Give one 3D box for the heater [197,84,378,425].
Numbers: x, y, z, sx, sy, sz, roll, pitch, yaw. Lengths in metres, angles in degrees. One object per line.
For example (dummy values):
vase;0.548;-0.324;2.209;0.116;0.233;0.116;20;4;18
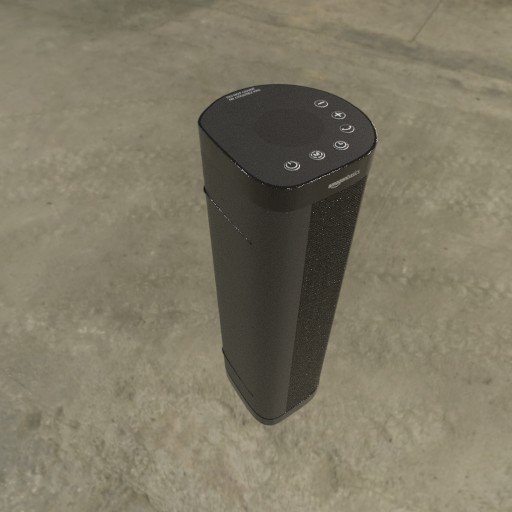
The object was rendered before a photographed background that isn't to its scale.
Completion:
heater;0.000;0.000;0.696;0.174;0.552;0.312;-26;54;-21
